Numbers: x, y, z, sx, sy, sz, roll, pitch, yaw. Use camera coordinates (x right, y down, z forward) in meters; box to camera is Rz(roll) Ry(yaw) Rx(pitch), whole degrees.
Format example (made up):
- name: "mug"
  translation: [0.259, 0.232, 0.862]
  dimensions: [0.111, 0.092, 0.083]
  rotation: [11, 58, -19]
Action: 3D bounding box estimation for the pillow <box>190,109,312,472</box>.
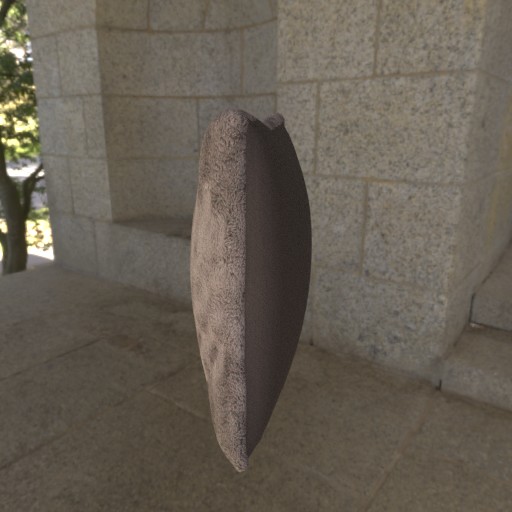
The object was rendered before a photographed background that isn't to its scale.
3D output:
- name: "pillow"
  translation: [0.000, 0.000, 0.819]
  dimensions: [0.204, 0.520, 0.522]
  rotation: [2, 16, 8]
